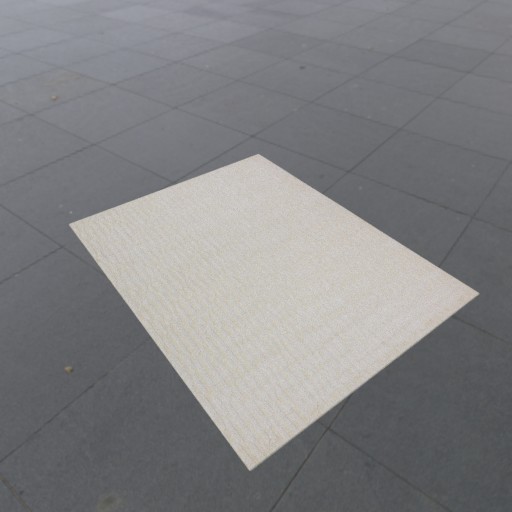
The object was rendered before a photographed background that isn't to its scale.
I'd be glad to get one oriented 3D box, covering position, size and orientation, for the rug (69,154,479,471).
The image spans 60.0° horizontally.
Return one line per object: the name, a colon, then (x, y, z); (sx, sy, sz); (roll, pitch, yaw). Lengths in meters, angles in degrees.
rug: (0.000, 0.000, 4.094); (2.410, 0.021, 3.055); (-27, 48, -27)
